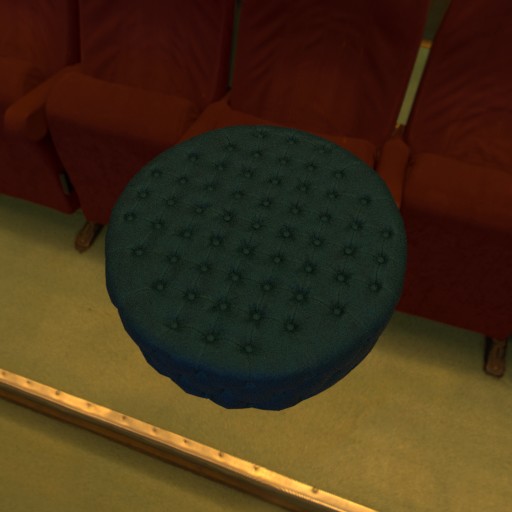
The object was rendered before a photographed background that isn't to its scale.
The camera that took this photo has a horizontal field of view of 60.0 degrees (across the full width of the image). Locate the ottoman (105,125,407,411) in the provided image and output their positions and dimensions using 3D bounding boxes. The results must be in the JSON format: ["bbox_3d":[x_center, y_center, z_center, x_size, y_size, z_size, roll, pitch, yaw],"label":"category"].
[{"bbox_3d":[0.000,0.000,1.555,0.998,0.398,0.998,0,58,0],"label":"ottoman"}]
